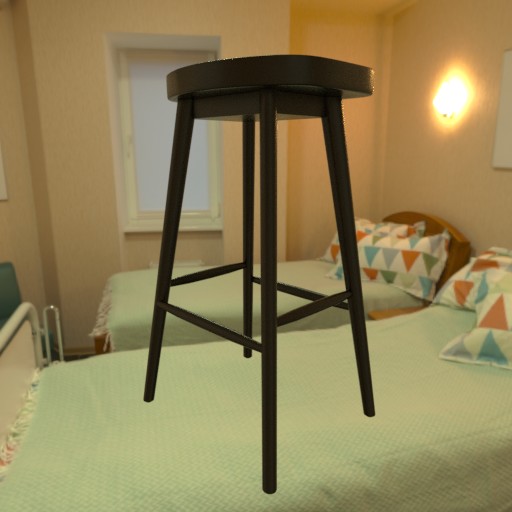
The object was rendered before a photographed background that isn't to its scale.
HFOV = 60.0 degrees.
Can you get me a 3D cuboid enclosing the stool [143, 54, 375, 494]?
[{"bbox_3d":[0.000,0.000,0.973,0.361,0.749,0.440,-13,19,-43],"label":"stool"}]
